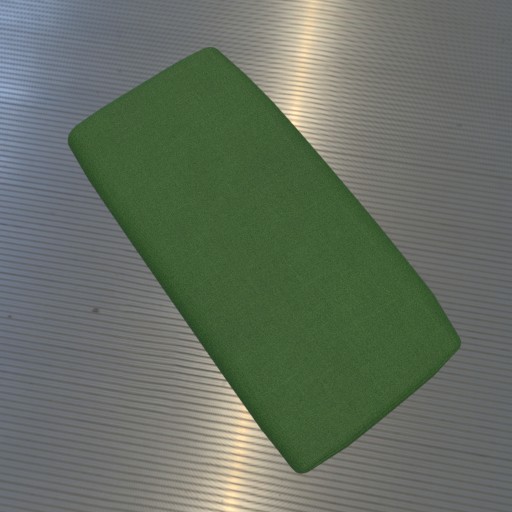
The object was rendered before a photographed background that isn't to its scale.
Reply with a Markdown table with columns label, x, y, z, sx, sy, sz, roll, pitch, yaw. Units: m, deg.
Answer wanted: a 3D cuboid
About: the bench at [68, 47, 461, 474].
| label | x | y | z | sx | sy | sz | roll | pitch | yaw |
| --- | --- | --- | --- | --- | --- | --- | --- | --- | --- |
| bench | 0.000 | 0.000 | 1.251 | 0.505 | 0.501 | 0.989 | -35 | 78 | -9 |
